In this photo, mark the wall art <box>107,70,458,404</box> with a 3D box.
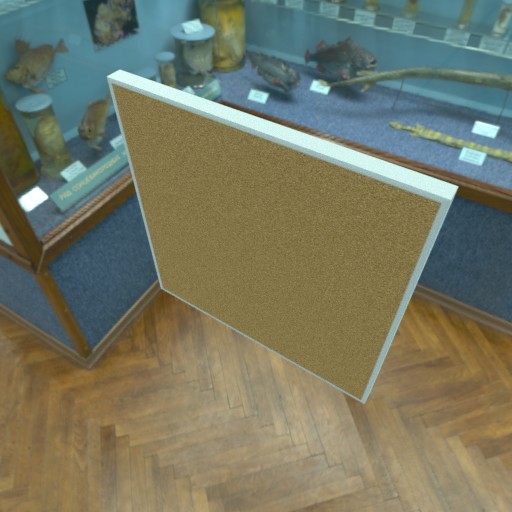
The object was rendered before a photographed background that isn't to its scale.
[{"bbox_3d":[0.000,0.000,1.140,0.768,0.765,0.041,26,53,22],"label":"wall art"}]
